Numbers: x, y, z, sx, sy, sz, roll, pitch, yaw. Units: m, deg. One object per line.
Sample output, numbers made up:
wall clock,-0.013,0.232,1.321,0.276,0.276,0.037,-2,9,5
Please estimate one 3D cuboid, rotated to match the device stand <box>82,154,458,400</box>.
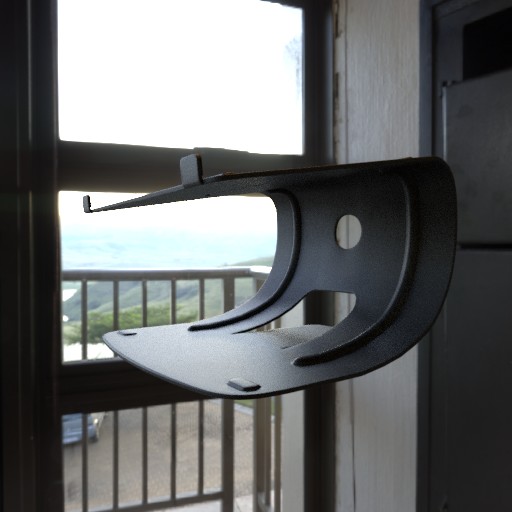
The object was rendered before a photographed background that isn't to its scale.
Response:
device stand,0.000,0.000,0.388,0.236,0.155,0.256,-1,1,-35
